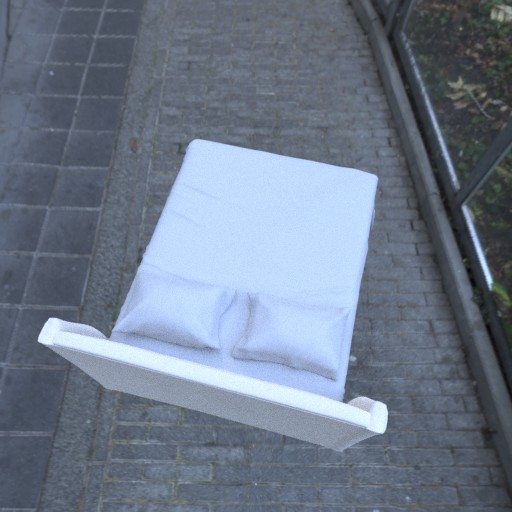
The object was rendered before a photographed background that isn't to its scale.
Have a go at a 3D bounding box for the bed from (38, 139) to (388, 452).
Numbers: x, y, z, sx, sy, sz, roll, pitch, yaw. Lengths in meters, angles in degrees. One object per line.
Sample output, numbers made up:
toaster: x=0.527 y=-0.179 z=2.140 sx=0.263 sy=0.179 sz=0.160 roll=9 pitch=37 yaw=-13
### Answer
bed: x=0.000 y=0.000 z=3.375 sx=1.925 sy=1.332 sz=2.276 roll=13 pitch=64 yaw=7
